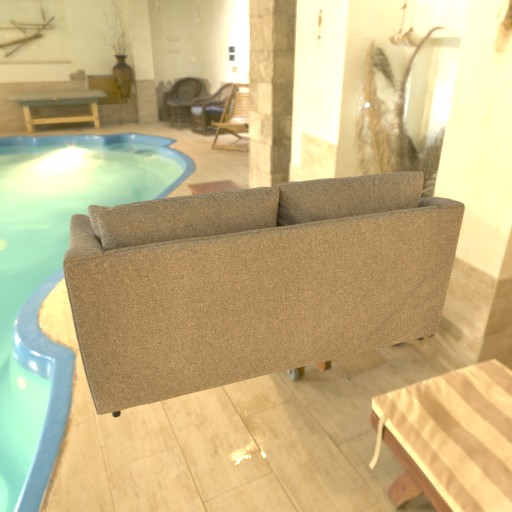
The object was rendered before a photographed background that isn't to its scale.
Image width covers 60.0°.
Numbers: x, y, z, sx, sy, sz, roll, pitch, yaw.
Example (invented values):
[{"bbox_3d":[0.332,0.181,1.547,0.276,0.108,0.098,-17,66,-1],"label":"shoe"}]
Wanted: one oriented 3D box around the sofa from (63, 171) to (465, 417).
[{"bbox_3d":[0.000,0.000,2.616,2.010,1.018,1.072,-9,27,-18],"label":"sofa"}]
